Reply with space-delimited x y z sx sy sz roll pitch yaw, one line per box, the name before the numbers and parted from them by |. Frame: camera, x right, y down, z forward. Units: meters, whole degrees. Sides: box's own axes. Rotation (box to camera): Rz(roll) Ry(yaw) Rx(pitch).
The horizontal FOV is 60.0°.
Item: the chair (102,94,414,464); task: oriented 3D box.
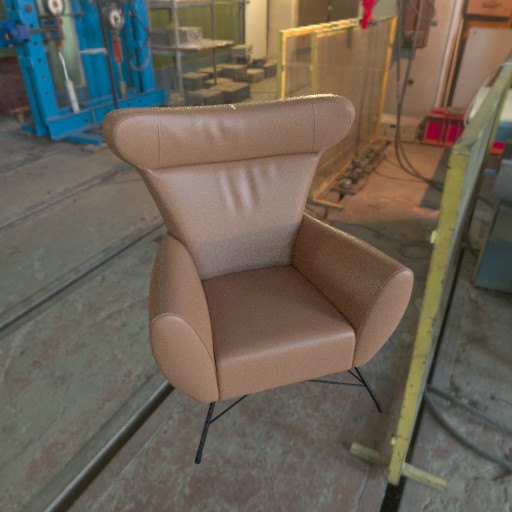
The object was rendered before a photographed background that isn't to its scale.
chair | 0.000 0.000 1.723 0.980 1.050 0.900 -9 33 -15
